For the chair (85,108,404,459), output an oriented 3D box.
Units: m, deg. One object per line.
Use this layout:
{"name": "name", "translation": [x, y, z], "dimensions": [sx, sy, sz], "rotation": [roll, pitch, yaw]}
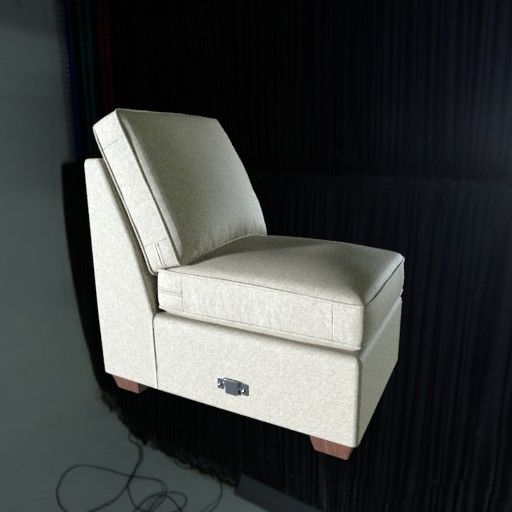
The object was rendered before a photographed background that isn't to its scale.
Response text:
{"name": "chair", "translation": [0.000, 0.000, 1.681], "dimensions": [1.020, 1.058, 0.674], "rotation": [7, 16, 27]}
